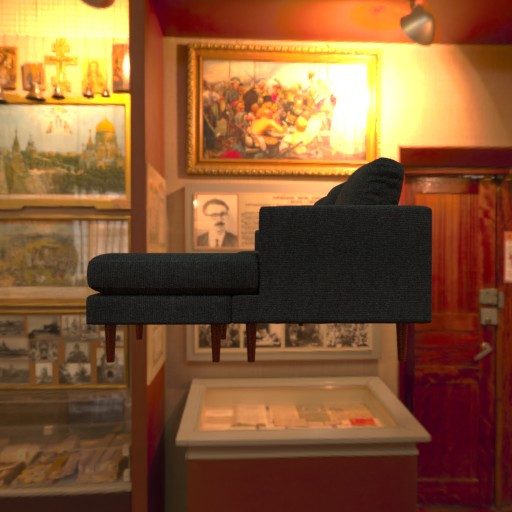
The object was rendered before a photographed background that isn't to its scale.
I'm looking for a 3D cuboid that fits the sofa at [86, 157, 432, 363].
[{"bbox_3d":[0.000,0.000,3.014,1.504,0.956,2.233,0,1,-1],"label":"sofa"}]
